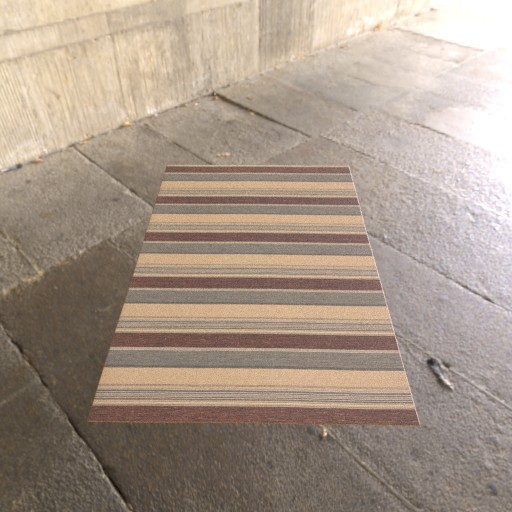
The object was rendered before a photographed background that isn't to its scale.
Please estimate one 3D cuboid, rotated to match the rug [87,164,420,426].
[{"bbox_3d":[0.000,0.000,2.296,1.219,0.008,1.829,0,42,1],"label":"rug"}]
